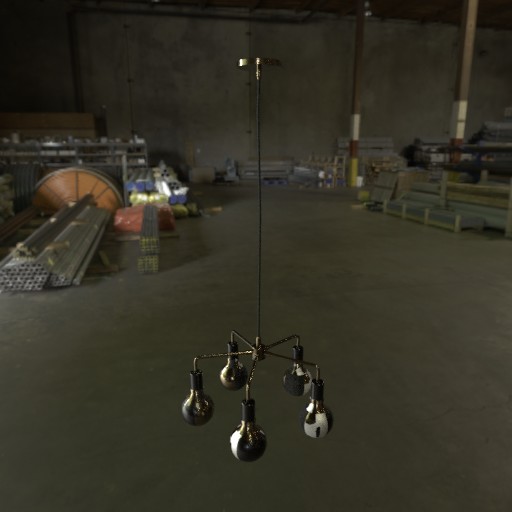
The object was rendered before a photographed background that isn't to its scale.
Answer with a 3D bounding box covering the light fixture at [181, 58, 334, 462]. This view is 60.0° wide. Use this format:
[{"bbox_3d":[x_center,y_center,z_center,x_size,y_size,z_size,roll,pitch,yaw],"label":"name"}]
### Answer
[{"bbox_3d":[0.000,0.000,1.223,0.438,0.988,0.421,-7,16,-26],"label":"light fixture"}]
